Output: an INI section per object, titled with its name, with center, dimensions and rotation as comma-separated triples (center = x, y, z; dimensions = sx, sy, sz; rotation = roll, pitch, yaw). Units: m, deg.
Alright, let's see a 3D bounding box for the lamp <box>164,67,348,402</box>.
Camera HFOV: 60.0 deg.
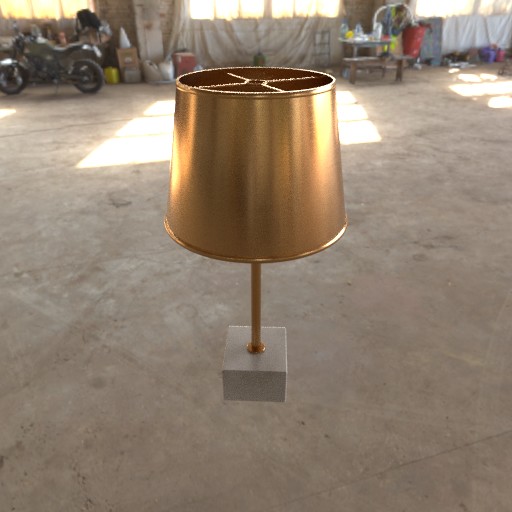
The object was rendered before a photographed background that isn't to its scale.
[lamp]
center = 0.000, 0.000, 0.539
dimensions = 0.208, 0.406, 0.208
rotation = 0, 30, 0
